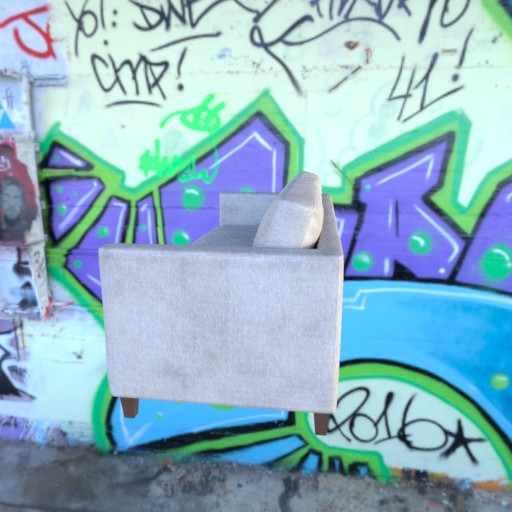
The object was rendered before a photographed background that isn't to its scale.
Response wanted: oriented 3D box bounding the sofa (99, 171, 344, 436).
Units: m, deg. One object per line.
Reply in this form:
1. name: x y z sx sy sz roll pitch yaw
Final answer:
1. sofa: 0.000 0.000 2.719 0.951 0.965 2.208 2 14 8
